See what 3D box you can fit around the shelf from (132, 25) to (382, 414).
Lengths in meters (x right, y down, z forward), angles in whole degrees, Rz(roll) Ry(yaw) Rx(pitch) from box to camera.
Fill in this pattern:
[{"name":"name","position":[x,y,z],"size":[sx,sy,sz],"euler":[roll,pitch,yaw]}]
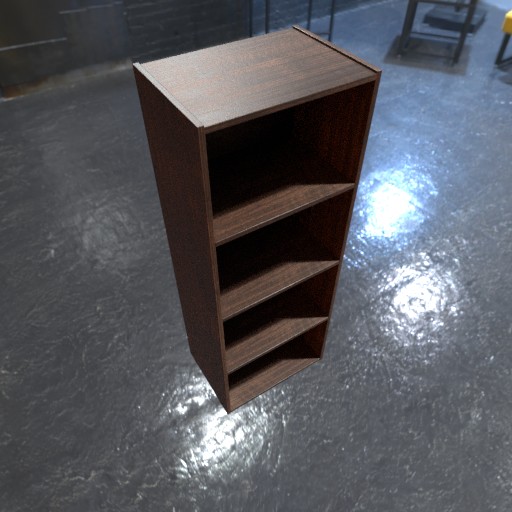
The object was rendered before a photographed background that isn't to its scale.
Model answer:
[{"name":"shelf","position":[0.000,0.000,1.285],"size":[0.415,1.099,0.290],"euler":[-24,51,-21]}]
